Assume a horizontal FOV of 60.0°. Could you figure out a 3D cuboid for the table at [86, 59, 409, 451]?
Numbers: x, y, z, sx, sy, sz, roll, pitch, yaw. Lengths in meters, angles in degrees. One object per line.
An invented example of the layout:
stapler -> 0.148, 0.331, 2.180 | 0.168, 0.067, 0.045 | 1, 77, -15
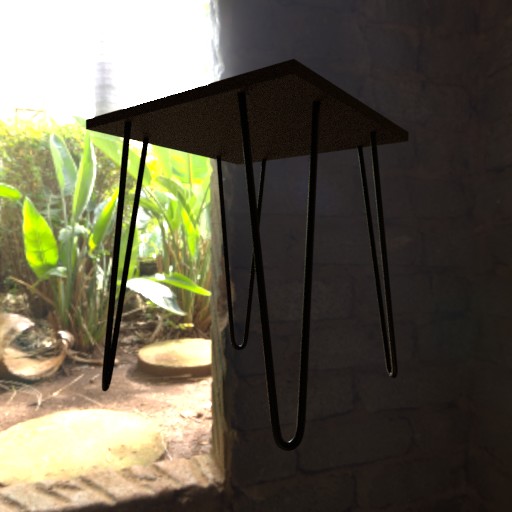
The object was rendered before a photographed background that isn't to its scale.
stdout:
table -> 0.000, 0.000, 0.960 | 0.495, 0.559, 0.495 | 1, 2, 36
